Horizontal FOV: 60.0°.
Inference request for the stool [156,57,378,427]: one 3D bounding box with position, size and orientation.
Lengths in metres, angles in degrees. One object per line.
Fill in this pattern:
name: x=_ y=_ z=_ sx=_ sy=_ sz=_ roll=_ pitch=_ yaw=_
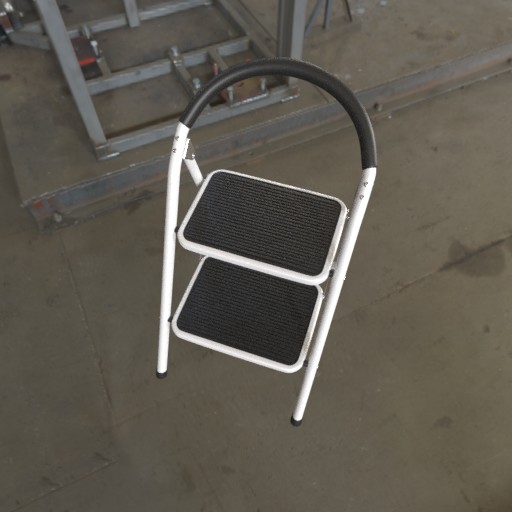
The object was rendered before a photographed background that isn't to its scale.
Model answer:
stool: x=0.000 y=0.000 z=1.111 sx=0.453 sy=0.760 sz=0.559 roll=16 pitch=59 yaw=10
